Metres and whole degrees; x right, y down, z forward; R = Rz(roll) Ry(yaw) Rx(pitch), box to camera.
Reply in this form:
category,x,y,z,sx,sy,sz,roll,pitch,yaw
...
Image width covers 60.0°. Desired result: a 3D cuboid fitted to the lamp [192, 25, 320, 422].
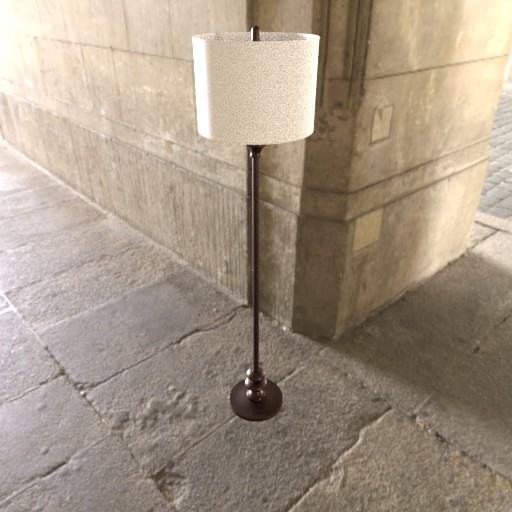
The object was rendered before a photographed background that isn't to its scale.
category,x,y,z,sx,sy,sz,roll,pitch,yaw
lamp,0.000,0.000,1.610,0.356,1.487,0.356,1,30,1
